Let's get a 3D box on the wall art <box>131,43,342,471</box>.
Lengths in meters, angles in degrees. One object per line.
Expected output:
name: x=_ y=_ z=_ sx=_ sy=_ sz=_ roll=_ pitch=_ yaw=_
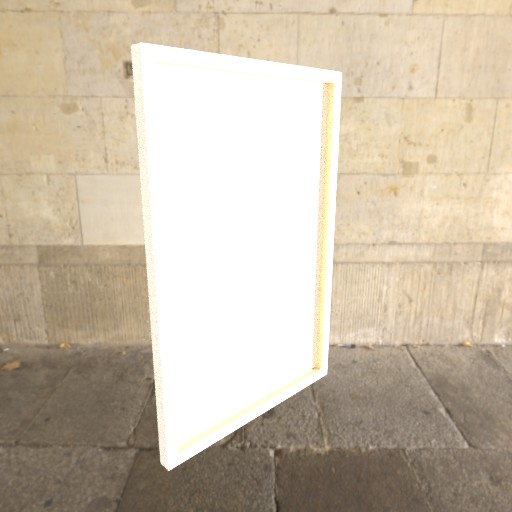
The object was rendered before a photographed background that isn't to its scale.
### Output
wall art: x=0.000 y=0.000 z=1.125 sx=0.607 sy=0.912 sz=0.038 roll=-15 pitch=22 yaw=-42
